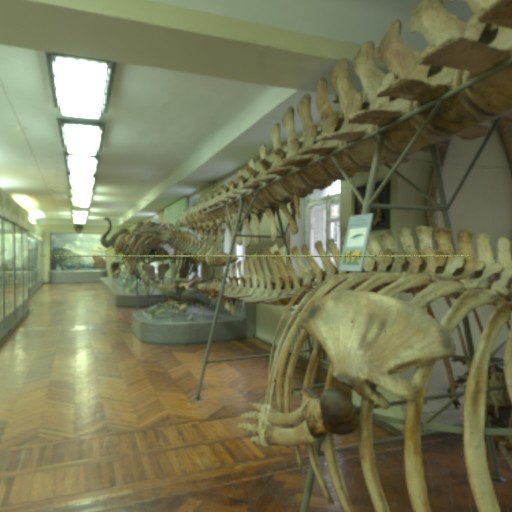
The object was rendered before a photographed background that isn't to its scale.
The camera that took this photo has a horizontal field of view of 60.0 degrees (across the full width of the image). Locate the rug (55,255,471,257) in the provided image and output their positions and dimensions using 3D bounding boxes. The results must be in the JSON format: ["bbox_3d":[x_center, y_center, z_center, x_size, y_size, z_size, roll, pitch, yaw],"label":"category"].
[{"bbox_3d":[0.000,0.000,2.922,2.297,0.007,1.529,0,0,38],"label":"rug"}]
